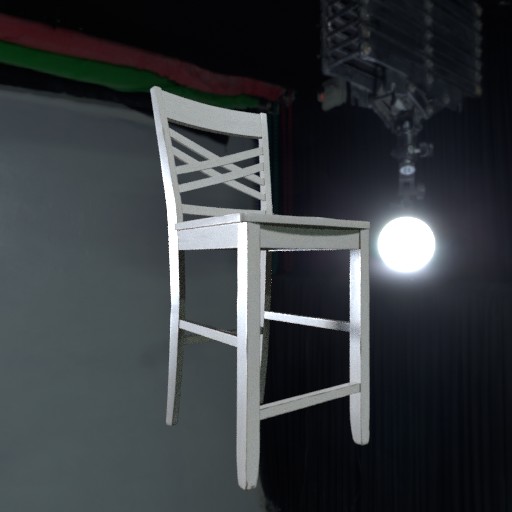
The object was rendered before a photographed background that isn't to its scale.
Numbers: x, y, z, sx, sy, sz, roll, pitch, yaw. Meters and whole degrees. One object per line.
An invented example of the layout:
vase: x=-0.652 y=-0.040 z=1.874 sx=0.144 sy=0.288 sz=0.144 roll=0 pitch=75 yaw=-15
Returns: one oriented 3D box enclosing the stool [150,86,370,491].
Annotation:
stool: x=0.000 y=0.000 z=1.353 sx=0.462 sy=1.079 sz=0.539 roll=0 pitch=0 yaw=-37
